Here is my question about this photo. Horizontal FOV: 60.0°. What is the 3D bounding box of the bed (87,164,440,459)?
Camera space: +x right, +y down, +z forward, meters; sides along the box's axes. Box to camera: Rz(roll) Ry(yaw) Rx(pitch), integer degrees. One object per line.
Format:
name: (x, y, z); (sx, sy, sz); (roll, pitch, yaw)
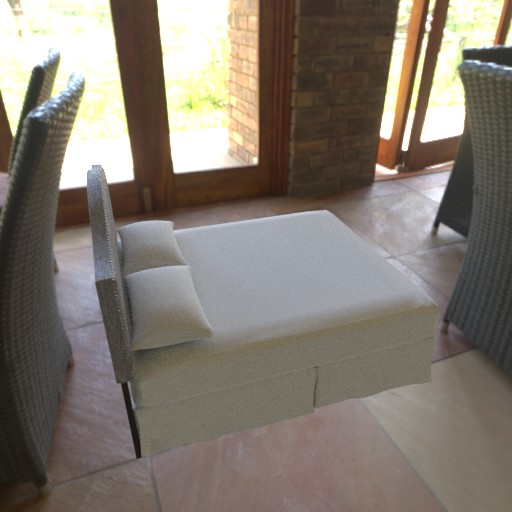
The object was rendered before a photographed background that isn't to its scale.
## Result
bed: (0.000, 0.000, 2.892); (1.870, 1.295, 1.610); (-9, 31, -16)
